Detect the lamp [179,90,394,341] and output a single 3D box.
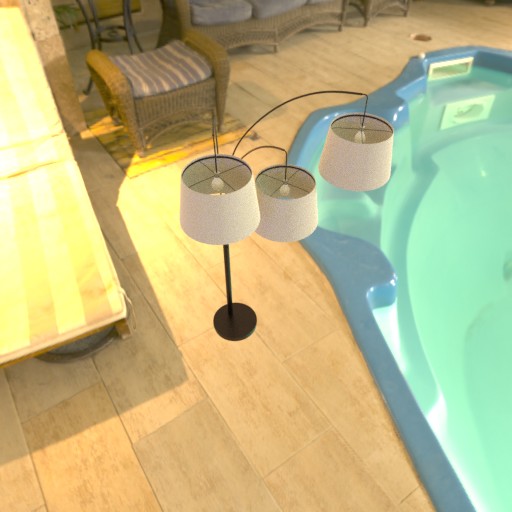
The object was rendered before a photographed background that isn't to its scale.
[{"bbox_3d":[0.000,0.000,2.445,0.951,1.950,0.924,-21,49,-20],"label":"lamp"}]
